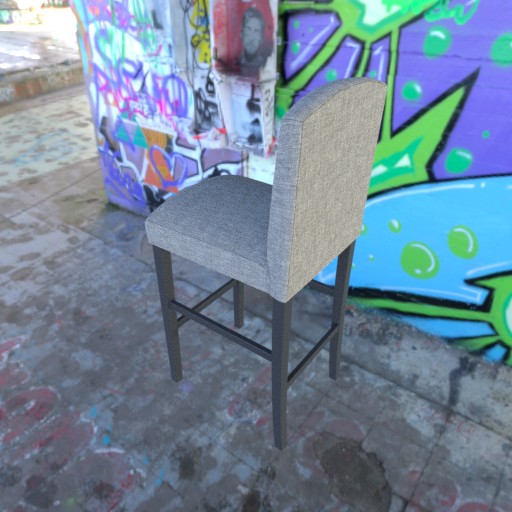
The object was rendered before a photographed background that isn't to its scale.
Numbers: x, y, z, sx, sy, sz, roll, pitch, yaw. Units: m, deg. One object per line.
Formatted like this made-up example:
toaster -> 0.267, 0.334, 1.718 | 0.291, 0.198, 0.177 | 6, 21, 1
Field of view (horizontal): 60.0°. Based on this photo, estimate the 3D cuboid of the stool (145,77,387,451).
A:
stool -> 0.000, 0.000, 1.442 | 0.552, 1.138, 0.451 | 22, 38, 30
